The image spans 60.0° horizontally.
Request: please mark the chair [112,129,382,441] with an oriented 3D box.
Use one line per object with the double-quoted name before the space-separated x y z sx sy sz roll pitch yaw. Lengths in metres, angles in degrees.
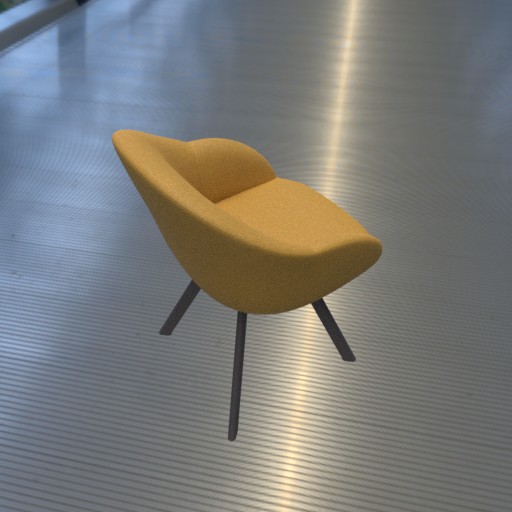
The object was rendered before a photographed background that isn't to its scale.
"chair" 0.000 0.000 1.201 0.583 0.793 0.551 -25 48 -25
